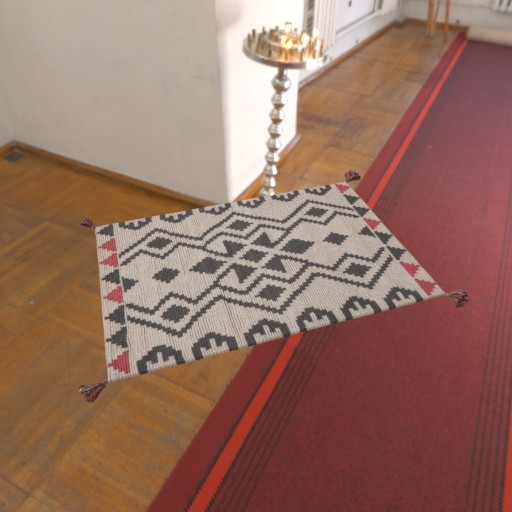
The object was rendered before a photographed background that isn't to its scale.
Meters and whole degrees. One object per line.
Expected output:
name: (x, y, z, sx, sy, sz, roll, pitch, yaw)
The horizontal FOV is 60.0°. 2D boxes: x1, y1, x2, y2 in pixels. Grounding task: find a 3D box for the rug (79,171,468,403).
rug: (0.000, 0.000, 2.670, 2.069, 0.067, 1.444, -12, 43, -13)
